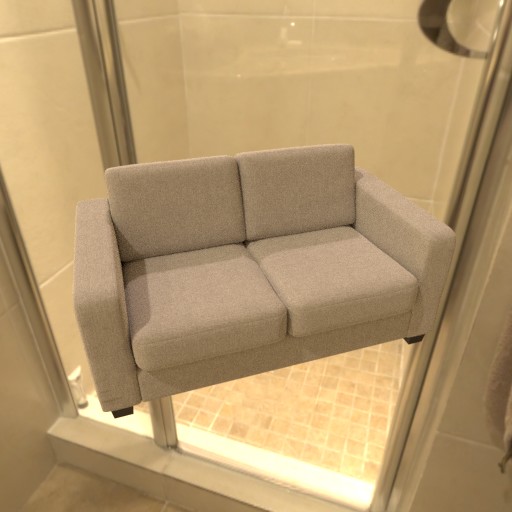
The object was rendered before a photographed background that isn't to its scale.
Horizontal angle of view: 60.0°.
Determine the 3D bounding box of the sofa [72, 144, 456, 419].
[{"bbox_3d":[0.000,0.000,2.061,1.540,0.800,0.900,-10,33,-15],"label":"sofa"}]
